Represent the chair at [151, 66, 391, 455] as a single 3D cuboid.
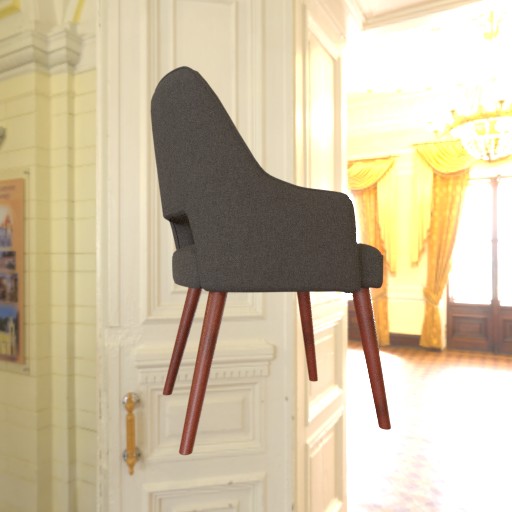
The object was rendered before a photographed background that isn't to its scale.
[{"bbox_3d":[0.000,0.000,1.209,0.560,0.838,0.559,0,0,-17],"label":"chair"}]
